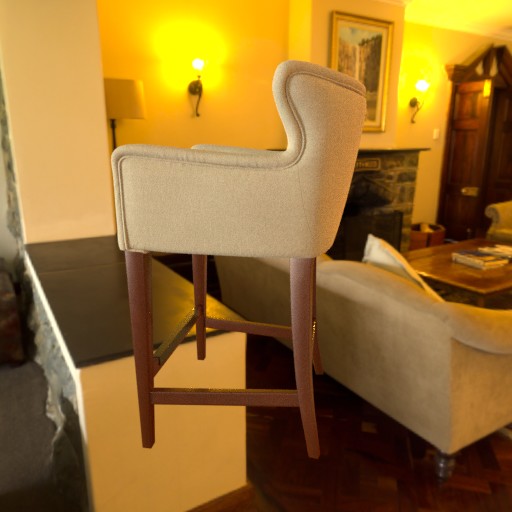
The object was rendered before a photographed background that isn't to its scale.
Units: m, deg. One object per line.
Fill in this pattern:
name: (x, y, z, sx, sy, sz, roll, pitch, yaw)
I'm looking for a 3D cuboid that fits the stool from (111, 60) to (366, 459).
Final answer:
stool: (0.000, 0.000, 1.280, 0.570, 0.951, 0.601, 2, 14, 9)
